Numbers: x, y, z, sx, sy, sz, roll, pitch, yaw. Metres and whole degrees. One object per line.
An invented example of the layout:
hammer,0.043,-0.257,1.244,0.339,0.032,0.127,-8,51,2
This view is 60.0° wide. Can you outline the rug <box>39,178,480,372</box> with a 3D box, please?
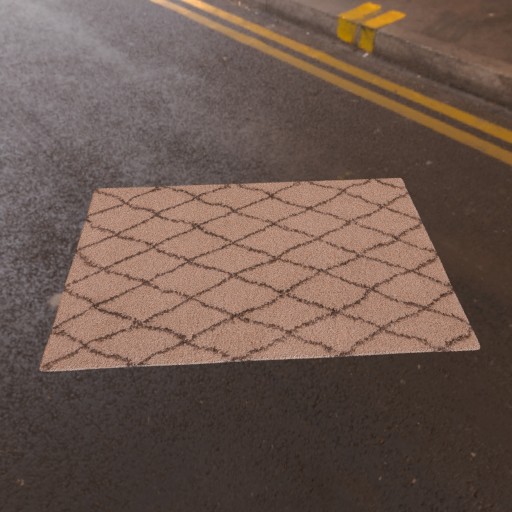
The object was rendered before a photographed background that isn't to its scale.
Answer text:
rug,0.000,0.000,3.351,2.743,0.030,1.778,-2,47,-2
